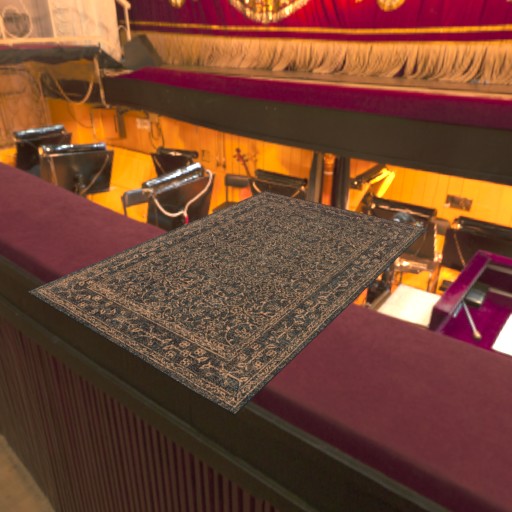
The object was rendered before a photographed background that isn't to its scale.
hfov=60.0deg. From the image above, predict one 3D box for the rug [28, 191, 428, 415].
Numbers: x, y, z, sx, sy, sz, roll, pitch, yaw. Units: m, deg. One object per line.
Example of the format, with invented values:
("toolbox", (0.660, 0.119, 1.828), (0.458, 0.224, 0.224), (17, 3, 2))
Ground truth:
("rug", (0.000, 0.000, 2.313), (1.200, 0.005, 1.819), (18, 32, 33))
